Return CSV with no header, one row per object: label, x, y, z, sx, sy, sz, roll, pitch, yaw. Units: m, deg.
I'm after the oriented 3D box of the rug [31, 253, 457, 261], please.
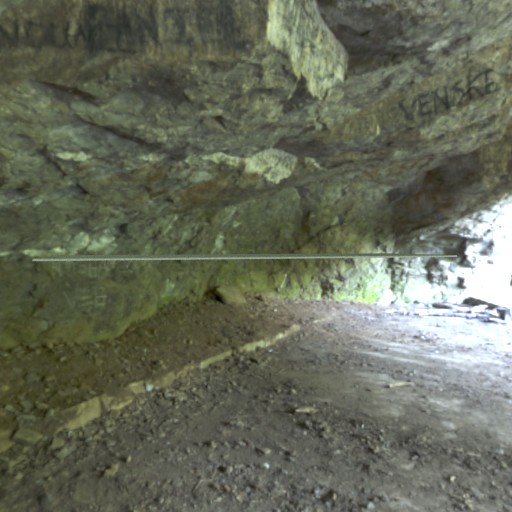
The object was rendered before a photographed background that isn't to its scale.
rug,0.000,0.000,2.779,2.430,0.012,0.759,0,1,-18
